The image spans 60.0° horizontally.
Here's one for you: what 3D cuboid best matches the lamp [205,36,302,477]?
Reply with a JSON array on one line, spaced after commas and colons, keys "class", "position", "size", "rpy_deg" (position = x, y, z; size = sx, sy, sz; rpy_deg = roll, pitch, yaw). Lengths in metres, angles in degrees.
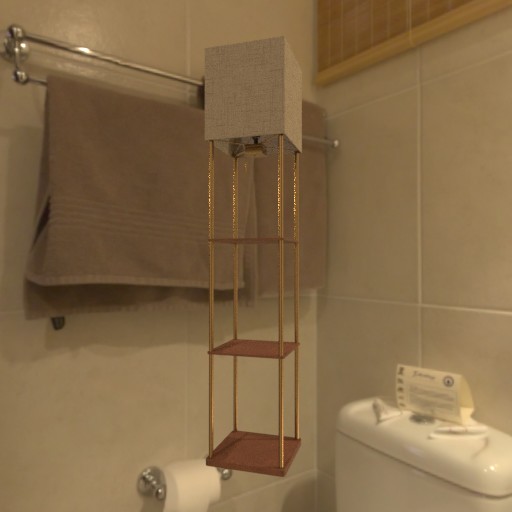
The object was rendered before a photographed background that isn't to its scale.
[{"class": "lamp", "position": [0.000, 0.000, 1.766], "size": [0.310, 1.569, 0.308], "rpy_deg": [0, -1, 17]}]
